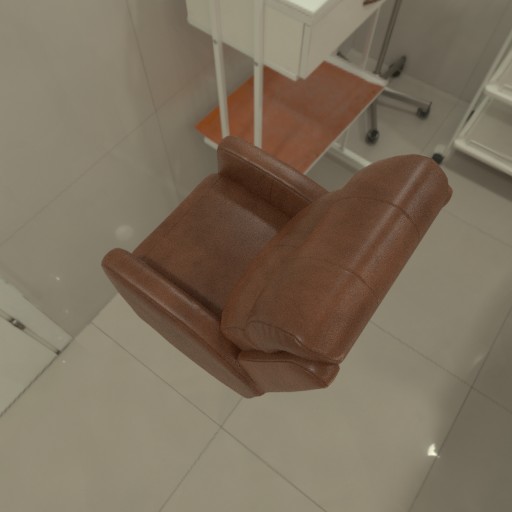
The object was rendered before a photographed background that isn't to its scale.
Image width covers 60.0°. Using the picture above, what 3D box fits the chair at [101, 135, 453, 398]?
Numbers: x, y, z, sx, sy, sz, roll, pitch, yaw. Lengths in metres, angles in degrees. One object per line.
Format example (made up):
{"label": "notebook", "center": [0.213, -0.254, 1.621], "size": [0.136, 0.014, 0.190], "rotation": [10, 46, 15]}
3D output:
{"label": "chair", "center": [0.000, 0.000, 1.653], "size": [0.939, 1.016, 0.787], "rotation": [33, 67, 16]}
